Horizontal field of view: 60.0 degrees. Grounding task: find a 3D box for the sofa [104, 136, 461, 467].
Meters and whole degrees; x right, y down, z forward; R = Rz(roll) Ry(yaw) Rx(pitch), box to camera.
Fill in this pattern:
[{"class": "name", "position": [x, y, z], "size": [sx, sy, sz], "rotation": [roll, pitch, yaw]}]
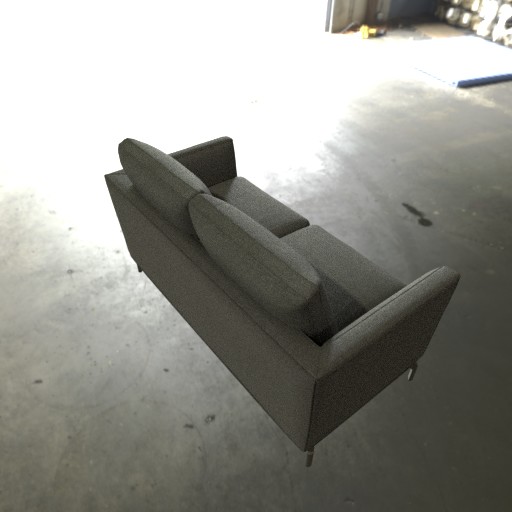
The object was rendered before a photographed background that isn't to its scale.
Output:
[{"class": "sofa", "position": [0.000, 0.000, 2.151], "size": [0.803, 0.924, 1.594], "rotation": [-27, 47, -28]}]
